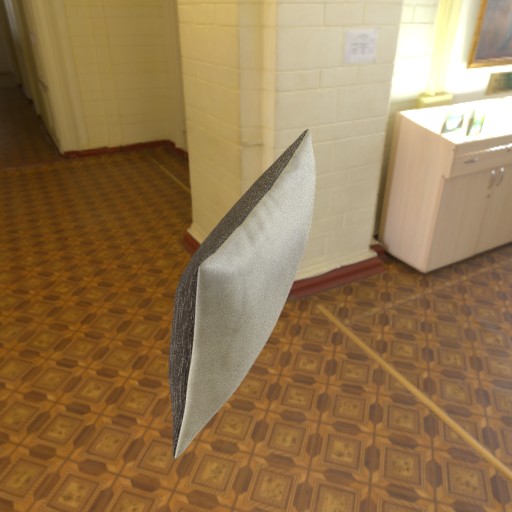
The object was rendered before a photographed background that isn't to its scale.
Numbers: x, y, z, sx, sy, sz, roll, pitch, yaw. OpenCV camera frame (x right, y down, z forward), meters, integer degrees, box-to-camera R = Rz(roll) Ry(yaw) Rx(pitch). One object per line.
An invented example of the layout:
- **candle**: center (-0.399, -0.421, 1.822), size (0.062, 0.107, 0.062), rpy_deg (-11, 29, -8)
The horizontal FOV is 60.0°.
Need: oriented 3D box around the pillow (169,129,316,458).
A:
- **pillow**: center (0.000, 0.000, 0.767), size (0.156, 0.305, 0.608), rpy_deg (8, 30, 14)
